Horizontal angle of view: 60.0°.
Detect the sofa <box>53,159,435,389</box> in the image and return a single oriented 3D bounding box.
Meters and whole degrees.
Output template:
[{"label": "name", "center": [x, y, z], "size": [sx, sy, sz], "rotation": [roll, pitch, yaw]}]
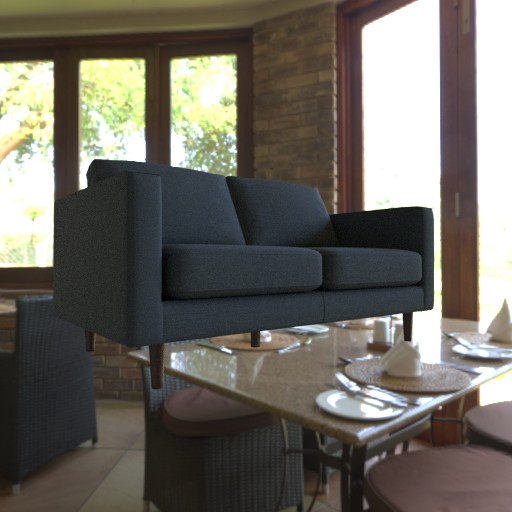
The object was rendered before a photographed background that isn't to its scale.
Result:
[{"label": "sofa", "center": [0.000, 0.000, 2.201], "size": [1.659, 0.907, 0.999], "rotation": [0, 0, -37]}]
